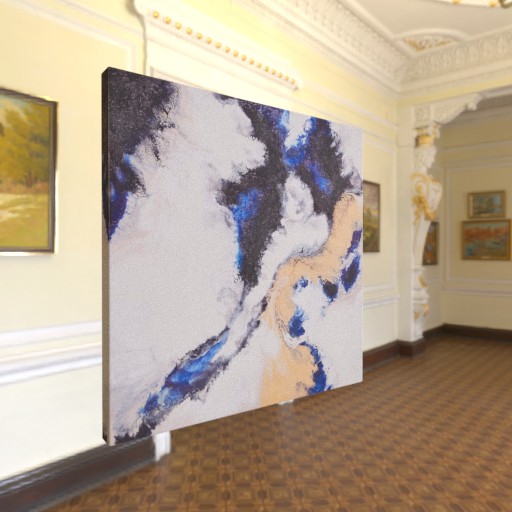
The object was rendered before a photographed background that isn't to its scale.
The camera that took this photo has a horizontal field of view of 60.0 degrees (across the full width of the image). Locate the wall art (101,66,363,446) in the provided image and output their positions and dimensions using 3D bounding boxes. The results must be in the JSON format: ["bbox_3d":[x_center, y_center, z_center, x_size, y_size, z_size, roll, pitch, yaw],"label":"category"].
[{"bbox_3d":[0.000,0.000,0.901,0.609,0.609,0.039,0,1,-36],"label":"wall art"}]
